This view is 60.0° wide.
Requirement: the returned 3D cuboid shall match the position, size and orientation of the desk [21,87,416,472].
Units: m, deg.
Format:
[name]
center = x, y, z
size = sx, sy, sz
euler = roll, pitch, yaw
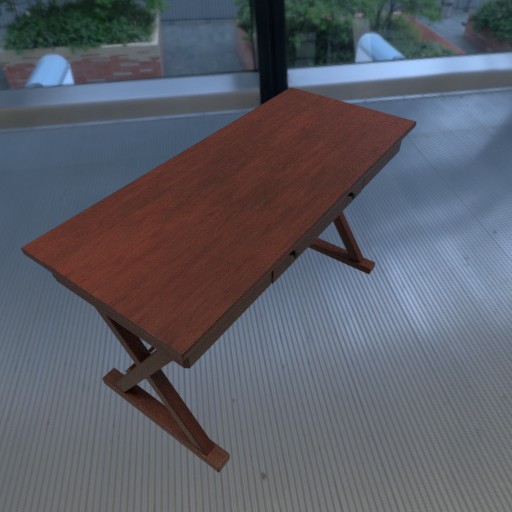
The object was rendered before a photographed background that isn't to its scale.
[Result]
[desk]
center = 0.000, 0.000, 1.749
size = 0.600, 0.761, 1.372
euler = 26, 48, 26
